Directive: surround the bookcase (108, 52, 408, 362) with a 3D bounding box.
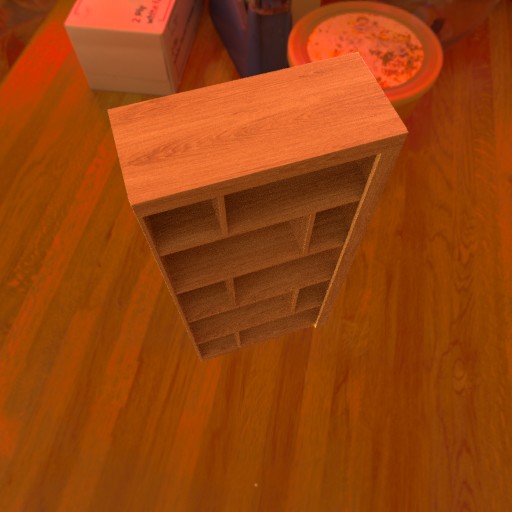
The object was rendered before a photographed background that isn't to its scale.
[{"bbox_3d":[0.000,0.000,2.415,0.950,2.020,0.420,-16,64,-8],"label":"bookcase"}]
